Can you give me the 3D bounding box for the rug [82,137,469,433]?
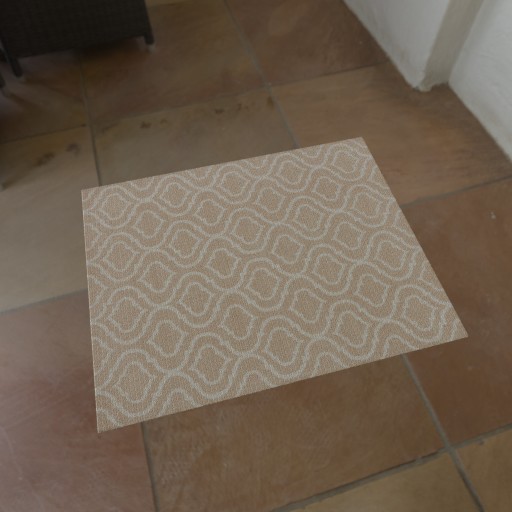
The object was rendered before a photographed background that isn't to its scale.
[{"bbox_3d":[0.000,0.000,3.900,2.894,0.013,2.286,-12,59,-7],"label":"rug"}]
